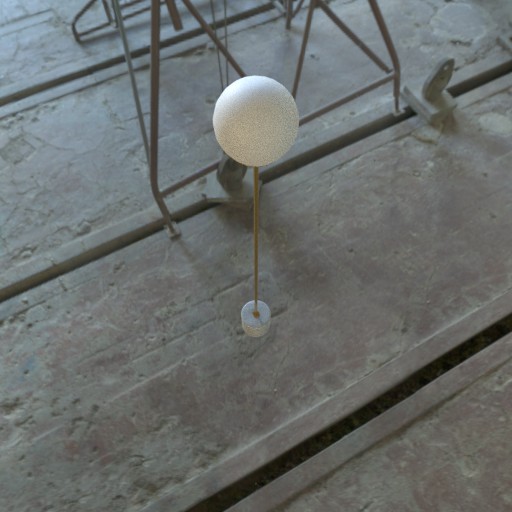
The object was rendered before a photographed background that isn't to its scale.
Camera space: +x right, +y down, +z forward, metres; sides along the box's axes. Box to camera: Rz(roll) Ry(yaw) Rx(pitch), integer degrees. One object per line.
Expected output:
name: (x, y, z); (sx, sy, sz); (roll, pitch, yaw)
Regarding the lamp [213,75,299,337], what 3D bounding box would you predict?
lamp: (0.000, 0.000, 1.834); (0.224, 1.753, 0.224); (14, 64, 7)
